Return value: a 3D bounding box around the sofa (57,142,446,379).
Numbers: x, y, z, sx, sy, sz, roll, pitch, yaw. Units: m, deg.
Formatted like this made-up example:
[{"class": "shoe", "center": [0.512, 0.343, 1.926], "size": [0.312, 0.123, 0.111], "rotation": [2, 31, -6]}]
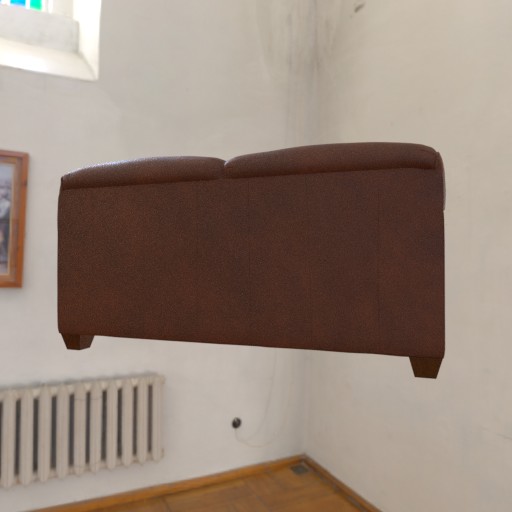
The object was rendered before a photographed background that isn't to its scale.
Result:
[{"class": "sofa", "center": [0.000, 0.000, 2.425], "size": [1.856, 0.966, 1.000], "rotation": [0, -1, 19]}]
